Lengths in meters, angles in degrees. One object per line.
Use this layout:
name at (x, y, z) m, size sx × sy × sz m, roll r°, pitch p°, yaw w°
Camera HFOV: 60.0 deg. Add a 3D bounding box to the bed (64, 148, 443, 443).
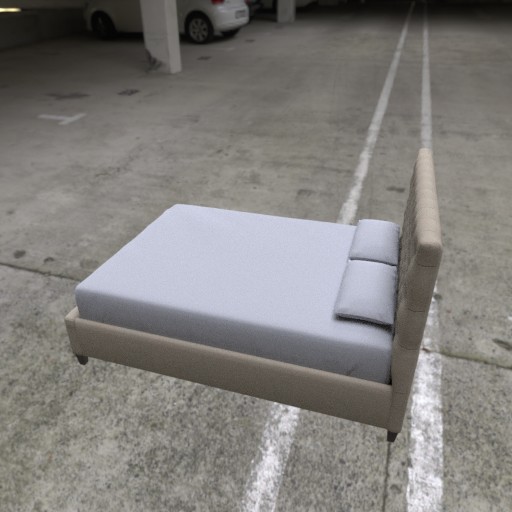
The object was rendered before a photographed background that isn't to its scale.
bed at (0.000, 0.000, 3.419) m, size 2.387 × 1.427 × 1.698 m, roll 9°, pitch 31°, yaw 15°
